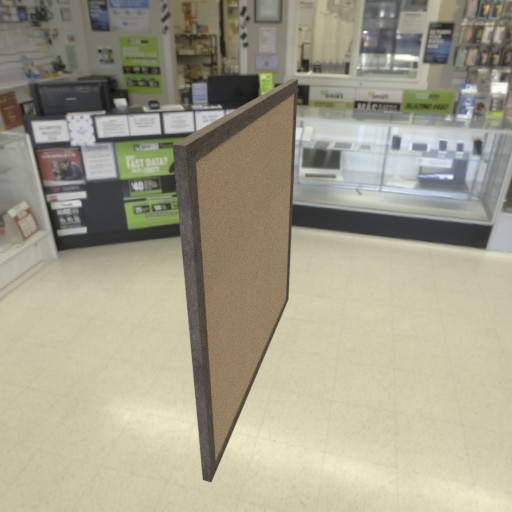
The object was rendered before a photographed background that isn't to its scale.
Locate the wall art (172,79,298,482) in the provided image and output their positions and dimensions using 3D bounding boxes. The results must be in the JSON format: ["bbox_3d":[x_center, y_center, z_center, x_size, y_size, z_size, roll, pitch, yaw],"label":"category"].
[{"bbox_3d":[0.000,0.000,0.683,0.013,0.457,0.457,8,30,15],"label":"wall art"}]
